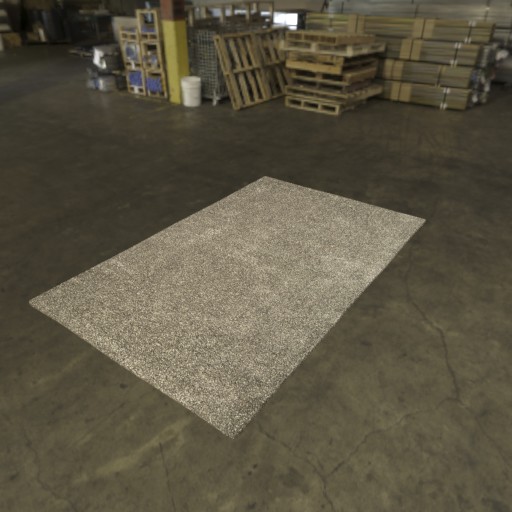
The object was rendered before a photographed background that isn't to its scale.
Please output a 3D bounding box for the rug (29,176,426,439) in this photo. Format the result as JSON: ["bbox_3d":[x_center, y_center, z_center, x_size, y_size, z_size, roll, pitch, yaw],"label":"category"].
[{"bbox_3d":[0.000,0.000,2.952,1.502,0.025,2.350,21,38,30],"label":"rug"}]
